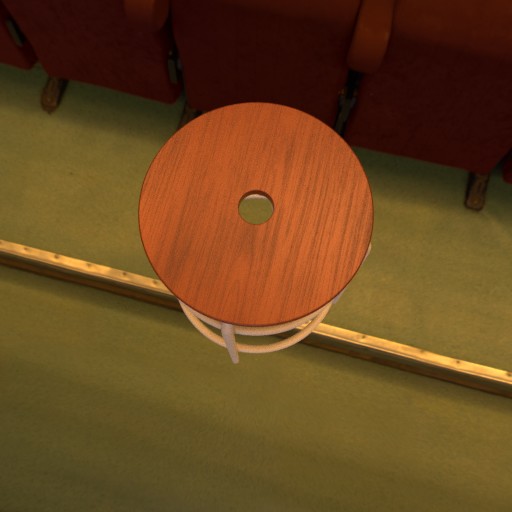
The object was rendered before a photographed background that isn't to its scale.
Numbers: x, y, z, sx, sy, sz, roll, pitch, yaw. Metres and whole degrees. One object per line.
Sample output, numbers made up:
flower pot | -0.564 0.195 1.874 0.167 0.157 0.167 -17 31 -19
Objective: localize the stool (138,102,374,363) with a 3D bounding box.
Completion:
stool | 0.000 0.000 0.925 0.455 0.610 0.455 14 77 3
